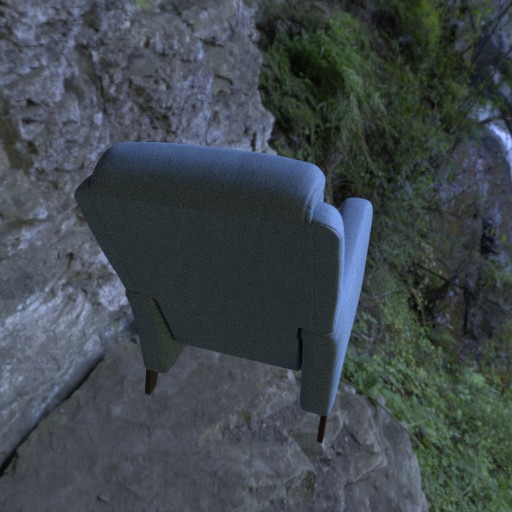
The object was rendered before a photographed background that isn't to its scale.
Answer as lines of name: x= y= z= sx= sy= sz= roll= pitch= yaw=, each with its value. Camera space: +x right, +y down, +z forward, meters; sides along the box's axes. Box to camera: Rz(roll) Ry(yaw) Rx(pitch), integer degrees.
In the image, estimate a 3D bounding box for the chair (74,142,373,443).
chair: x=0.000 y=0.000 z=1.691 sx=0.785 sy=1.067 sz=0.988 roll=10 pitch=33 yaw=15
